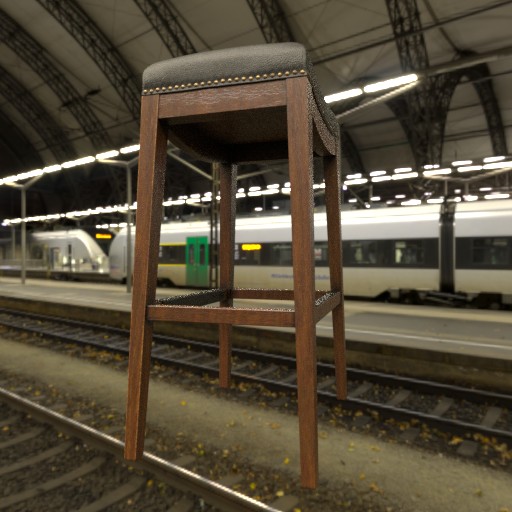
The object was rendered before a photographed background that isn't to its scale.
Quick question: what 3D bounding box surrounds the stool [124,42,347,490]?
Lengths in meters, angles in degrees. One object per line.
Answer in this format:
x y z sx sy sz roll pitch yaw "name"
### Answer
0.000 0.000 1.014 0.361 0.765 0.500 0 0 17 "stool"
